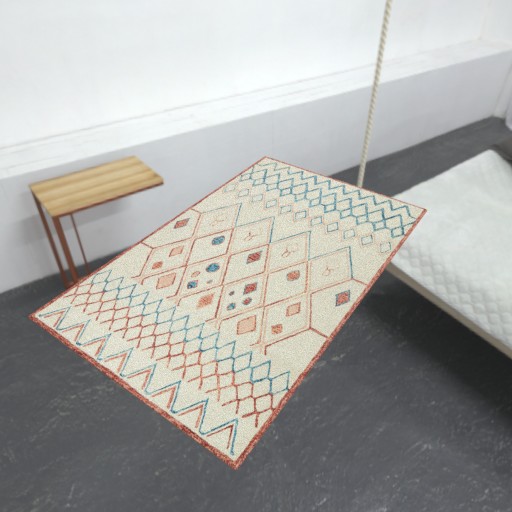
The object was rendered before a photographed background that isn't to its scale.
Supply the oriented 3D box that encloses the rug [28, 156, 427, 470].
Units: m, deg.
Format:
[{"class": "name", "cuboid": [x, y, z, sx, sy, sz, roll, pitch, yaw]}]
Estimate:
[{"class": "rug", "cuboid": [0.000, 0.000, 3.002, 1.524, 0.015, 2.438, 25, 46, 26]}]
